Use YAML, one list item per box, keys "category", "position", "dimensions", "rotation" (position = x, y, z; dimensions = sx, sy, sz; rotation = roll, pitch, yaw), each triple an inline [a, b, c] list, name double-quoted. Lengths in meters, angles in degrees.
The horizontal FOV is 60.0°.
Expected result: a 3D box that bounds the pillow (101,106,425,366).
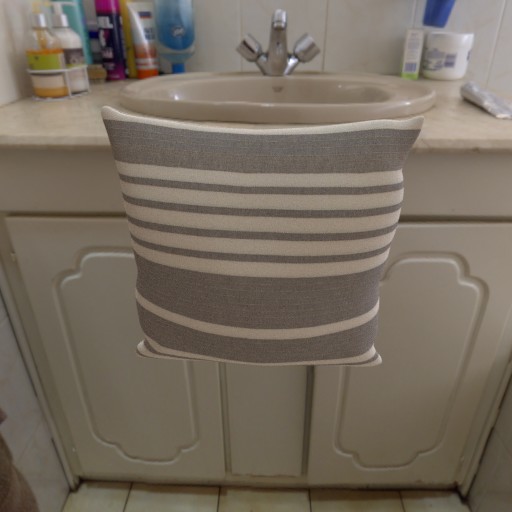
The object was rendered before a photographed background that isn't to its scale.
- category: "pillow"
  position: [0.000, 0.000, 0.684]
  dimensions: [0.439, 0.440, 0.182]
  rotation: [2, 29, 4]
